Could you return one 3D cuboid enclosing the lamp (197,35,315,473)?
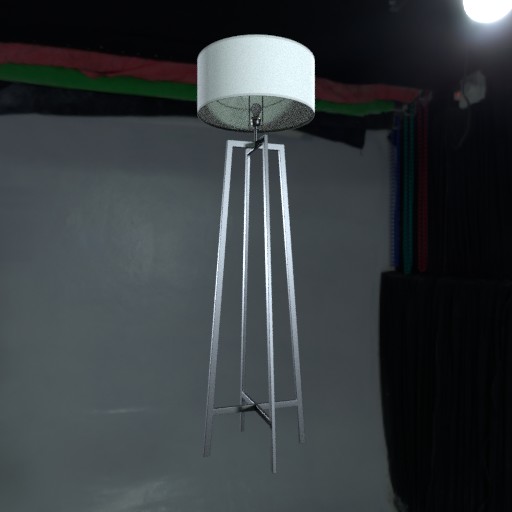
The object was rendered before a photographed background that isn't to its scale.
[{"bbox_3d":[0.000,0.000,1.739,0.457,1.510,0.456,0,0,-18],"label":"lamp"}]
